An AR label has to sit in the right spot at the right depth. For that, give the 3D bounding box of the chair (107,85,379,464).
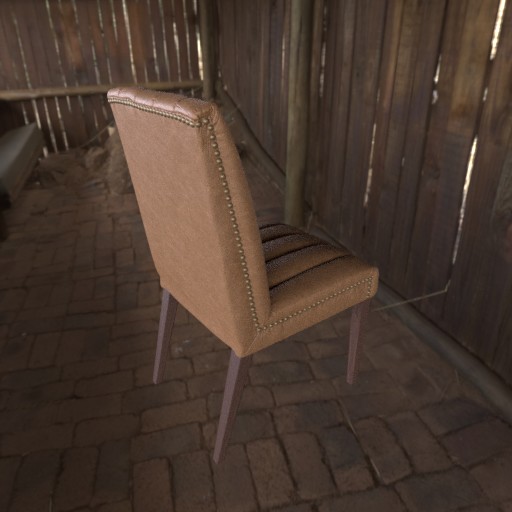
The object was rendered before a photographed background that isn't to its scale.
[{"bbox_3d":[0.000,0.000,1.395,0.647,1.016,0.511,-18,32,-32],"label":"chair"}]
